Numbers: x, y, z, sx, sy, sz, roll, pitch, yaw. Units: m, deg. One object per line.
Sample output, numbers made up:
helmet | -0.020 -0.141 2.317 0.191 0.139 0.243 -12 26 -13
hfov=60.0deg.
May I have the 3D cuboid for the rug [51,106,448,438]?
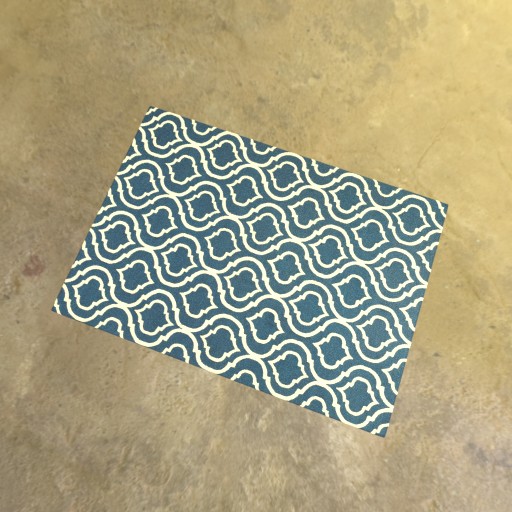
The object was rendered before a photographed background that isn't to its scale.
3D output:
rug | 0.000 0.000 2.817 2.134 0.010 1.524 20 76 5
